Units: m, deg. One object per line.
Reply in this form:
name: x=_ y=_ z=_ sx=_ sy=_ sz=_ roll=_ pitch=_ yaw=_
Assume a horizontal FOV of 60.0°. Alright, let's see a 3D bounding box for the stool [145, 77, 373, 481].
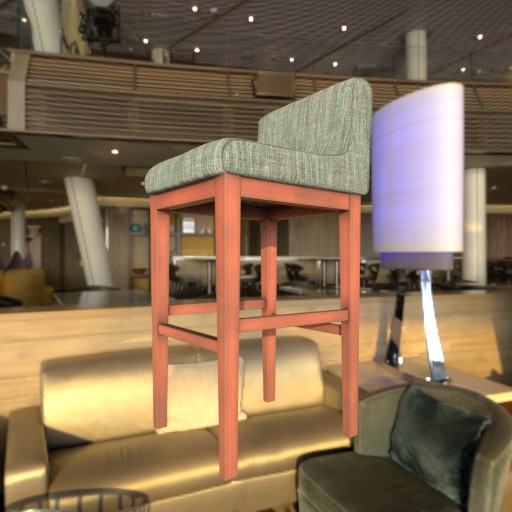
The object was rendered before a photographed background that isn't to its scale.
stool: x=0.000 y=0.000 z=1.230 sx=0.499 sy=0.965 sz=0.426 roll=0 pitch=0 yaw=-36
